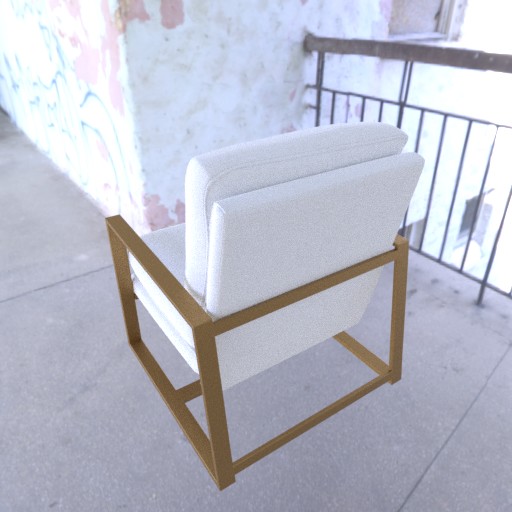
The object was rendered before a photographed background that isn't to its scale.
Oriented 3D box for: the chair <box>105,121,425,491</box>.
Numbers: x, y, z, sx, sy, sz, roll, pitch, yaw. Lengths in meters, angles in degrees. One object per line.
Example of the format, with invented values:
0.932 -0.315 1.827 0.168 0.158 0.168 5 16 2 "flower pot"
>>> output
0.000 0.000 1.556 0.805 0.966 0.813 -19 35 -29 "chair"
